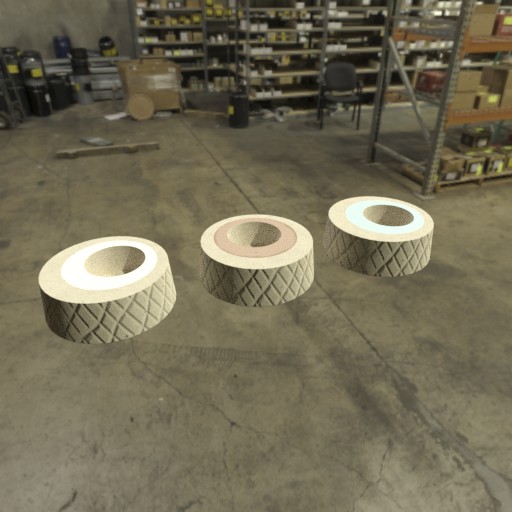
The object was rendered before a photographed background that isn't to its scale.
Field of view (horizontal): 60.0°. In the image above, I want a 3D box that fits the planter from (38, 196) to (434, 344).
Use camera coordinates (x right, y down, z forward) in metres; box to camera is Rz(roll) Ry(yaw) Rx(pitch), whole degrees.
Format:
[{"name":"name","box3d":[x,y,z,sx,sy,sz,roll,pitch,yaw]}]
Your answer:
[{"name":"planter","box3d":[0.000,0.000,0.433,0.390,0.038,0.114,-11,33,-17]}]
